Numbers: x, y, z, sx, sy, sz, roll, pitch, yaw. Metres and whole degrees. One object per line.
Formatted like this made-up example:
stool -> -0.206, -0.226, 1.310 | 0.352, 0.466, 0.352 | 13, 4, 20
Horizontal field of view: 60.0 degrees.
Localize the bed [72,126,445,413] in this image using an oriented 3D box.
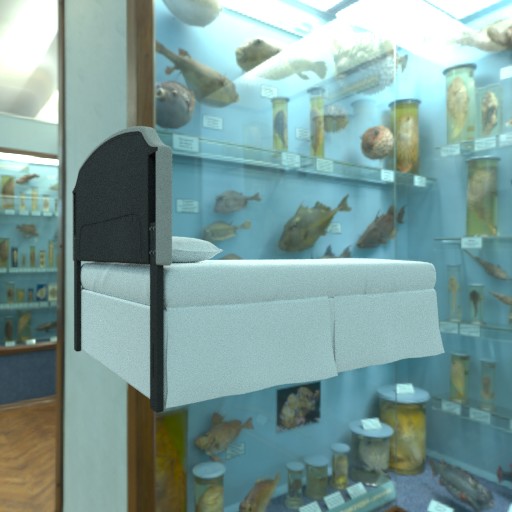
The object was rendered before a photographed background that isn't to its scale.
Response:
bed -> 0.000, 0.000, 2.959 | 1.999, 1.270, 1.558 | 0, 0, -35
